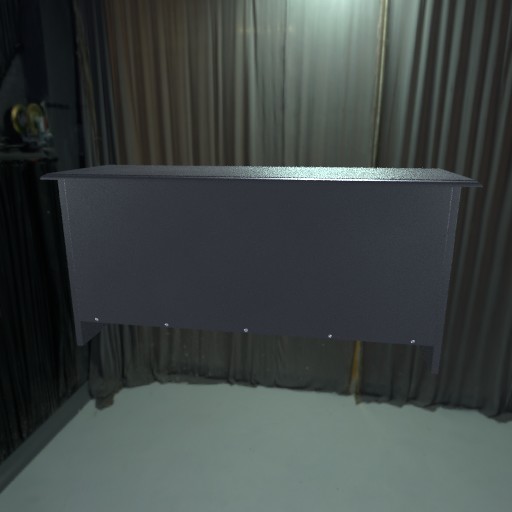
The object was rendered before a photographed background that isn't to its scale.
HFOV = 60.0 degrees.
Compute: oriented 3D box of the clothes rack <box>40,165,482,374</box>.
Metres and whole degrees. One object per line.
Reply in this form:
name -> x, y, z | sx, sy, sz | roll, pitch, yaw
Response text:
clothes rack -> 0.000, 0.000, 1.472 | 1.219, 0.556, 0.406 | 2, 16, 9
